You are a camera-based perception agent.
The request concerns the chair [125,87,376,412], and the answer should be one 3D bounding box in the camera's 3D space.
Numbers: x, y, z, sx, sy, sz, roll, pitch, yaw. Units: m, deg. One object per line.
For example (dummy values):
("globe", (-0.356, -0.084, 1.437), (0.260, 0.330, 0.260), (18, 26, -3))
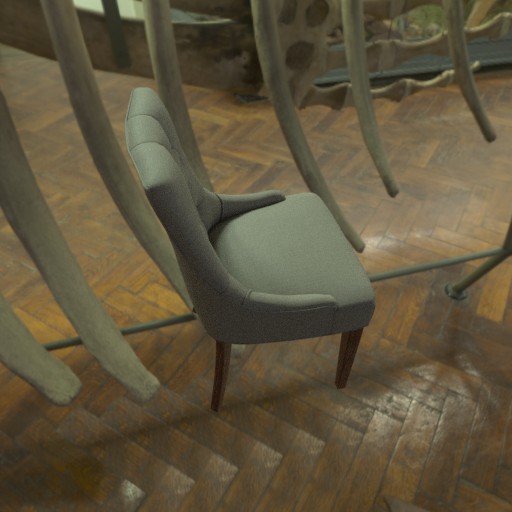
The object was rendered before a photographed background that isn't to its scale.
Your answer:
("chair", (0.000, 0.000, 1.269), (0.565, 0.874, 0.509), (-10, 45, -10))
